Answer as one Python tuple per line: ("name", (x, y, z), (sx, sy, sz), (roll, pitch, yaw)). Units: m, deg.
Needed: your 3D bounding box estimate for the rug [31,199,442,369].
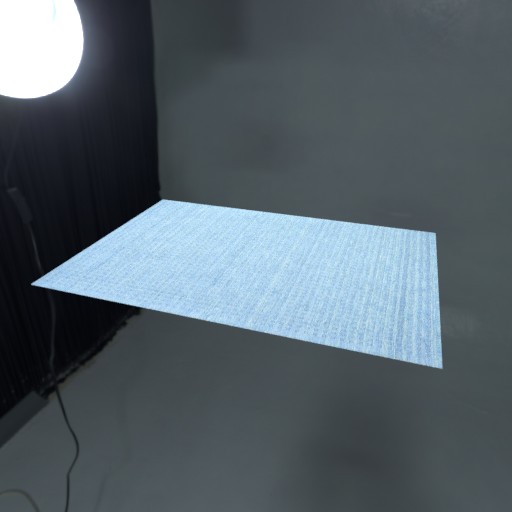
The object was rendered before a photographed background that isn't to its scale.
("rug", (0.000, 0.000, 3.752), (2.895, 0.006, 1.982), (9, 28, 17))
